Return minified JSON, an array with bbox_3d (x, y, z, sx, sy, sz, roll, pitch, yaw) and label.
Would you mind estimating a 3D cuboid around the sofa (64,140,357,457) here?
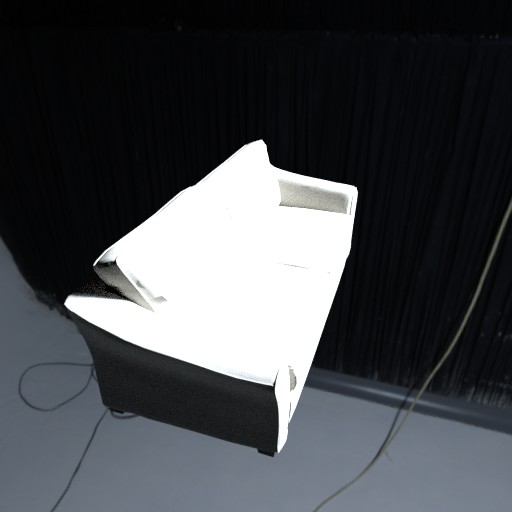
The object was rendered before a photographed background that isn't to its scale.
[{"bbox_3d":[0.000,0.000,2.790,0.980,0.965,2.270,10,31,16],"label":"sofa"}]
